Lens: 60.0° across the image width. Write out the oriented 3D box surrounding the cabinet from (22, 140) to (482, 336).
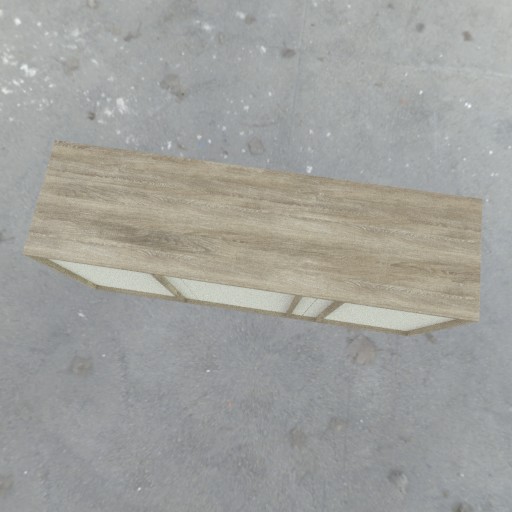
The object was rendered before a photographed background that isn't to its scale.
[{"bbox_3d":[0.000,0.000,2.010,1.600,0.870,0.450,8,76,2],"label":"cabinet"}]
